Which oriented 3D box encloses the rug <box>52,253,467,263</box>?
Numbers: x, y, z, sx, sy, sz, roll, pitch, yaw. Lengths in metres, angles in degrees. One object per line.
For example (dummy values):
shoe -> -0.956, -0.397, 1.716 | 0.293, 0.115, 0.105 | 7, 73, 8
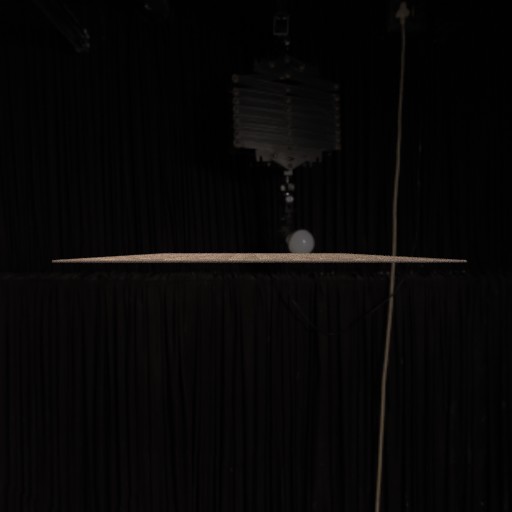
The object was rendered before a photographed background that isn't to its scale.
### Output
rug -> 0.000, 0.000, 4.173 | 2.382, 0.018, 3.294 | 0, 1, -1
